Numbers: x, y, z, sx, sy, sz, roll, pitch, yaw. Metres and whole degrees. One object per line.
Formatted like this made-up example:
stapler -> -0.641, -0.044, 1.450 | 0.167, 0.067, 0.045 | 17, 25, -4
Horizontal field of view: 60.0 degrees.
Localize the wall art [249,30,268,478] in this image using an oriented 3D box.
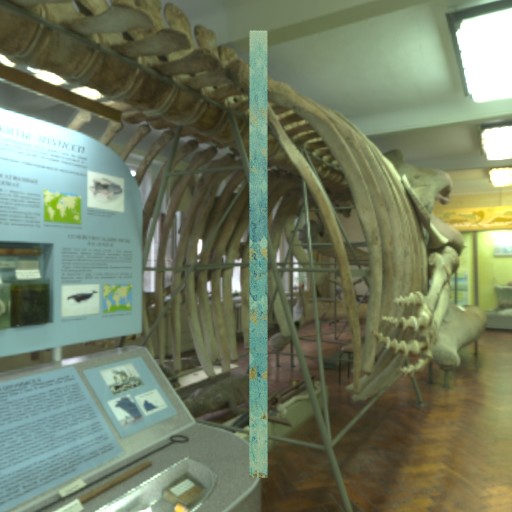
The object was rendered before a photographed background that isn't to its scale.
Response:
wall art -> 0.000, 0.000, 1.364 | 0.040, 0.916, 0.916 | 0, -1, -1
